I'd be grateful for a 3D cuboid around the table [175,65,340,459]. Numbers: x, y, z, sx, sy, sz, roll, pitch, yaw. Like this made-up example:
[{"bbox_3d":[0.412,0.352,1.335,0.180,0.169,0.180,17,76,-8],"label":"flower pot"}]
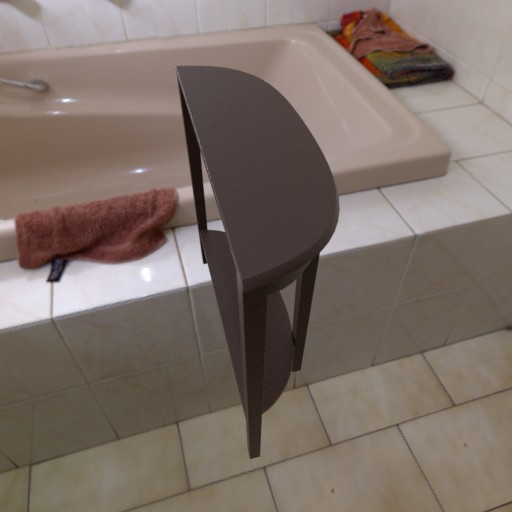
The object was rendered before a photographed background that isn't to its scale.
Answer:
[{"bbox_3d":[0.000,0.000,1.353,0.274,0.831,0.909,-10,47,-10],"label":"table"}]
